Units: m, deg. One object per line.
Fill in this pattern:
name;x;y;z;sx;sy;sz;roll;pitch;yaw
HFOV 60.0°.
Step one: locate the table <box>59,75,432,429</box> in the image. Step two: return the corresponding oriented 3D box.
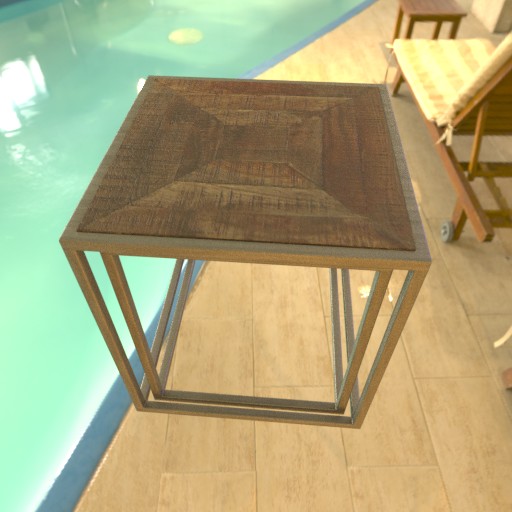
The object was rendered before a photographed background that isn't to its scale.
table;0.000;0.000;0.862;0.450;0.500;0.449;3;47;3
